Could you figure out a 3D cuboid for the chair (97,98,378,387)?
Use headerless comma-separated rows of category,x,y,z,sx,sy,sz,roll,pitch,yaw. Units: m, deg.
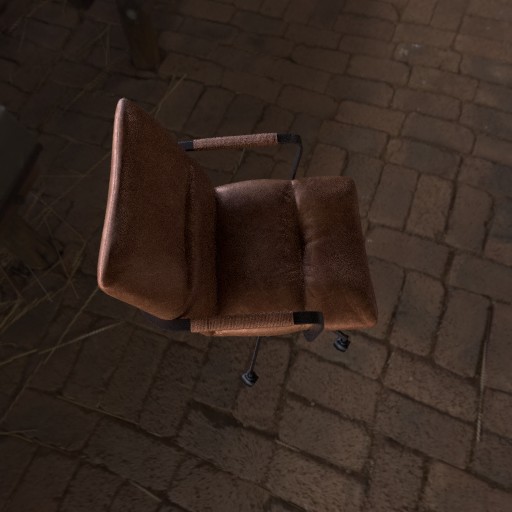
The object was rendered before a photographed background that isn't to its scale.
chair,0.000,0.000,1.506,0.754,0.922,0.727,-3,64,-1
